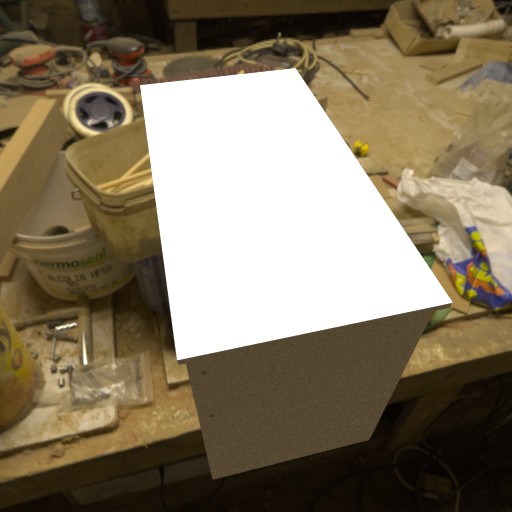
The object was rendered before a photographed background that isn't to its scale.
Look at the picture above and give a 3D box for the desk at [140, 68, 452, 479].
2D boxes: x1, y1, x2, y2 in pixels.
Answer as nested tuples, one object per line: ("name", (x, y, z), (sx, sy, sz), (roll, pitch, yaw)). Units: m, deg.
("desk", (0.000, 0.000, 1.485), (0.560, 0.730, 1.096), (-10, 48, -9))
